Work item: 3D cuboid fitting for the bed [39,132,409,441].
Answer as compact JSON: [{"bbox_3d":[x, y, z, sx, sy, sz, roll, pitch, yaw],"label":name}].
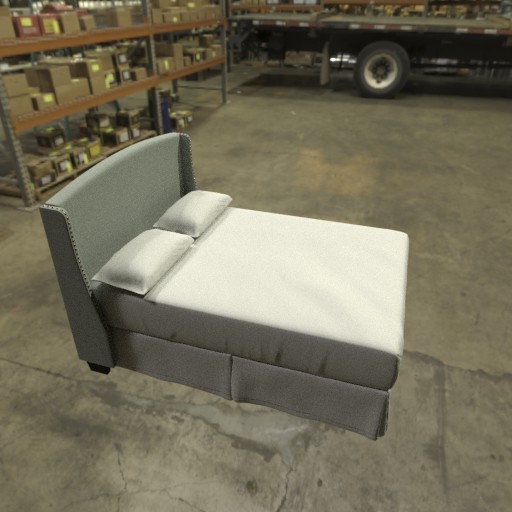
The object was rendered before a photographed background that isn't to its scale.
[{"bbox_3d":[0.000,0.000,3.359,2.237,1.407,1.710,10,32,16],"label":"bed"}]
